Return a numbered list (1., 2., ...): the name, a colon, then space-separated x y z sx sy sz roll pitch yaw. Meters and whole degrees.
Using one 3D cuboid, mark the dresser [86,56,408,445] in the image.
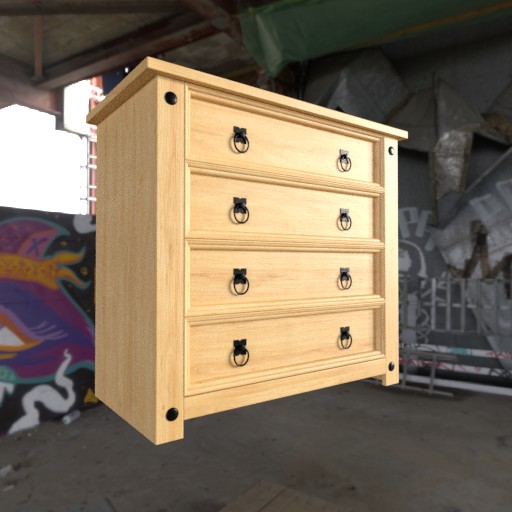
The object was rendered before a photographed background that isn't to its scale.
1. dresser: 0.000 0.000 1.219 0.800 0.730 0.410 1 -1 -36
